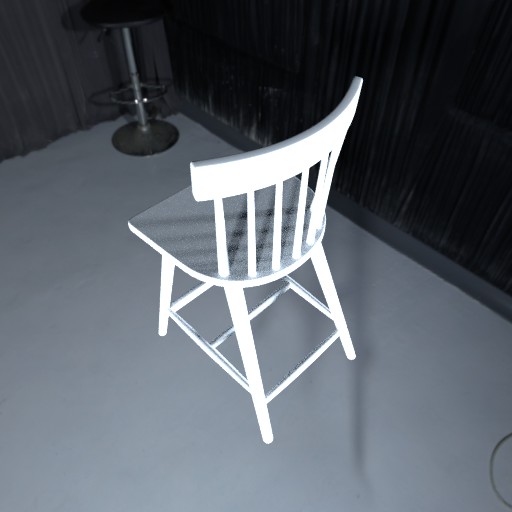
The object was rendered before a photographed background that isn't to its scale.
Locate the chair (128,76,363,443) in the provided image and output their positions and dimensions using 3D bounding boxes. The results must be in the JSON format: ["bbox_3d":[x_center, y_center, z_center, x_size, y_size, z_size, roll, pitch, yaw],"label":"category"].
[{"bbox_3d":[0.000,0.000,1.260,0.483,0.952,0.572,-35,57,-28],"label":"chair"}]
